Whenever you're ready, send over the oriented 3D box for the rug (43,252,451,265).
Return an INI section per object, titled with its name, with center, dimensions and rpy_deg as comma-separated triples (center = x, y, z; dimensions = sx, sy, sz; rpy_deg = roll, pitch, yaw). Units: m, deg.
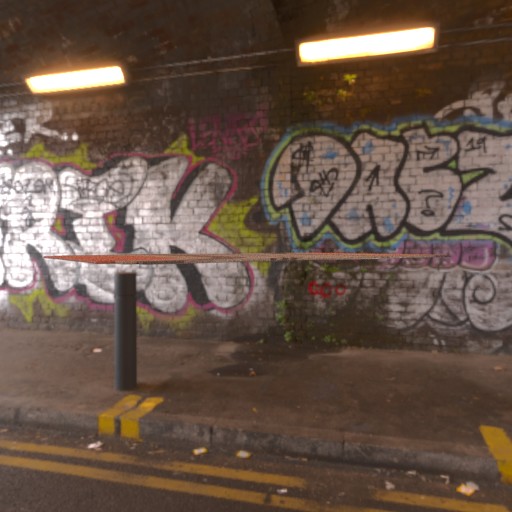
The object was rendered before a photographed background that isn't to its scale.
[rug]
center = 0.000, 0.000, 3.008
dimensions = 2.446, 0.017, 1.530
rpy_deg = -1, 2, -35
